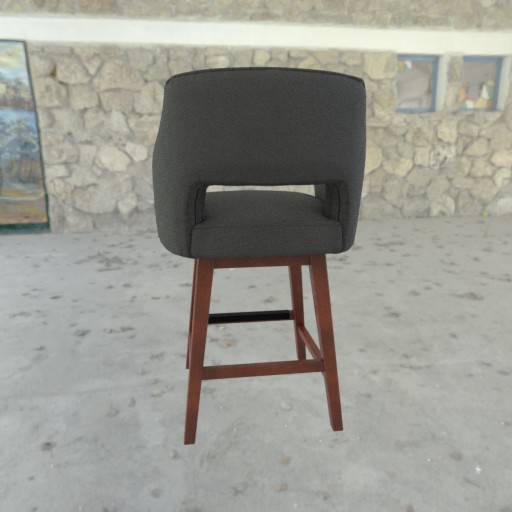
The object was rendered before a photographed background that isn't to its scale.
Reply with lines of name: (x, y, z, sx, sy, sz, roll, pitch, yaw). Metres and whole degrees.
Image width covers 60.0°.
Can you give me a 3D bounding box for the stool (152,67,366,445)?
stool: (0.000, 0.000, 1.251, 0.548, 0.912, 0.558, -2, 14, -8)
